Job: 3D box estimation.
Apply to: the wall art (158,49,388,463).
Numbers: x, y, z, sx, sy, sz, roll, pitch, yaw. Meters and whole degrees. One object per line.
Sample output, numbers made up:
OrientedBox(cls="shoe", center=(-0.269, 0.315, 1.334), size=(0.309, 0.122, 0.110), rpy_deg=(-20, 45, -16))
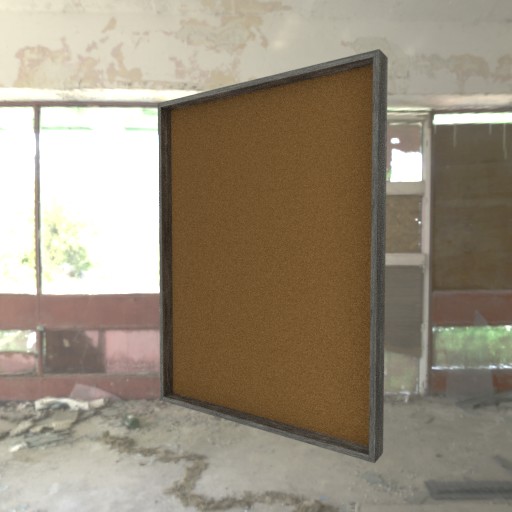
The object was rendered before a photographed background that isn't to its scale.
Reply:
OrientedBox(cls="wall art", center=(0.000, 0.000, 1.327), size=(0.762, 1.016, 0.063), rpy_deg=(2, 3, 34))
